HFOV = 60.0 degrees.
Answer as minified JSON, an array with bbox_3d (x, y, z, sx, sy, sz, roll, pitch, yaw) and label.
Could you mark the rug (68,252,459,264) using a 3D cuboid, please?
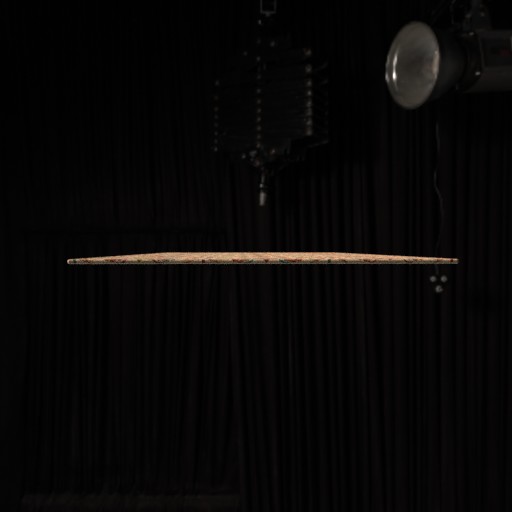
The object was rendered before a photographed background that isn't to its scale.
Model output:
[{"bbox_3d":[0.000,0.000,2.881,1.541,0.018,2.297,0,1,-2],"label":"rug"}]
